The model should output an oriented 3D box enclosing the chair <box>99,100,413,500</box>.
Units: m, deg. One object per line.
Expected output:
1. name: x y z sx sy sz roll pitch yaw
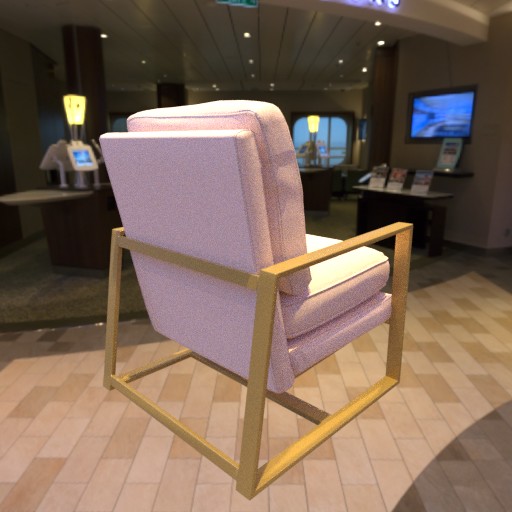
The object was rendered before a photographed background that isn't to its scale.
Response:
1. chair: 0.000 0.000 1.505 0.758 0.956 0.813 14 20 43
